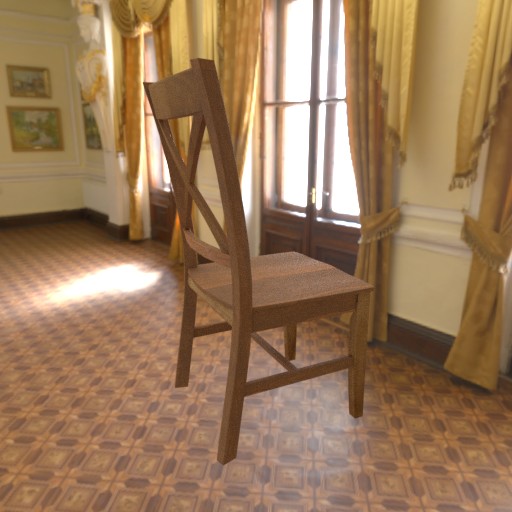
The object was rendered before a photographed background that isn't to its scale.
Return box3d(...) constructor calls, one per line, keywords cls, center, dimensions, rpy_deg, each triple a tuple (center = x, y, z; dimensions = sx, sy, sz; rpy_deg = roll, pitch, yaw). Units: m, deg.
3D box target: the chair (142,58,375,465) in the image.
box3d(cls="chair", center=(0.000, 0.000, 1.313), dimensions=(0.542, 0.983, 0.485), rpy_deg=(-7, 17, -25))
